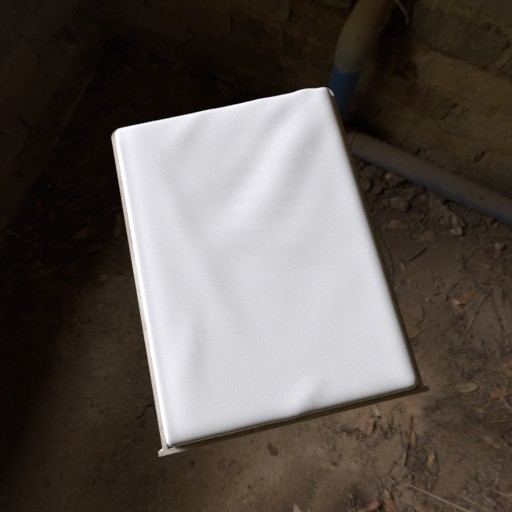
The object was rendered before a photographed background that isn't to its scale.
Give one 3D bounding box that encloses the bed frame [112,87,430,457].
[{"bbox_3d":[0.000,0.000,2.715,1.490,0.462,1.950,-13,76,-3],"label":"bed frame"}]
